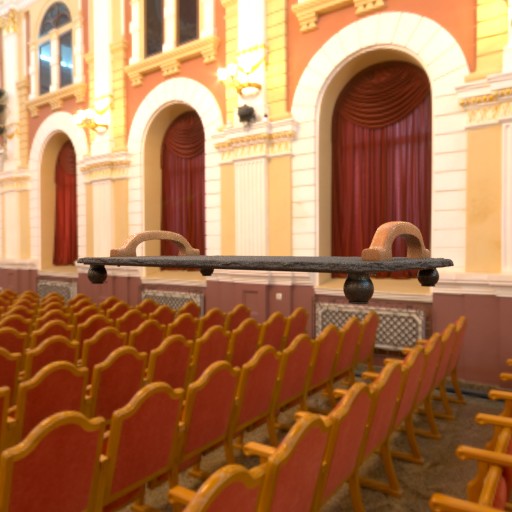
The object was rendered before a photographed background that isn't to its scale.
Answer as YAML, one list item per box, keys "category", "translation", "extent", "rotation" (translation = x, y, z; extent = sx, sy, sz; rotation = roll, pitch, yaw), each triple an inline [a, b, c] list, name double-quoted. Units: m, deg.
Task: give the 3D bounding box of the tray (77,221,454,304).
- category: "tray"
  translation: [0.000, 0.000, 0.476]
  extent: [0.387, 0.062, 0.231]
  rotation: [1, 1, 36]
